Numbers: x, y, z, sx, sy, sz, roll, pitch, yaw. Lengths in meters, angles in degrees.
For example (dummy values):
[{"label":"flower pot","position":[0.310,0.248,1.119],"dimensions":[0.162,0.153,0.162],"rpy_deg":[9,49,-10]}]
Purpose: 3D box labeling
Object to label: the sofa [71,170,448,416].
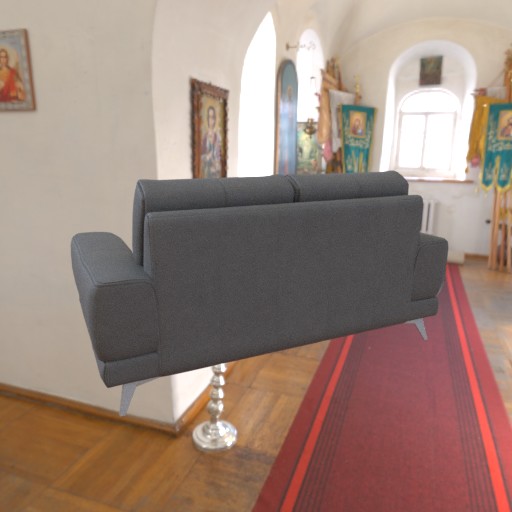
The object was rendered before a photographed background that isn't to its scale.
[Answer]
[{"label":"sofa","position":[0.000,0.000,2.383],"dimensions":[1.806,0.907,1.018],"rpy_deg":[-7,16,-25]}]
